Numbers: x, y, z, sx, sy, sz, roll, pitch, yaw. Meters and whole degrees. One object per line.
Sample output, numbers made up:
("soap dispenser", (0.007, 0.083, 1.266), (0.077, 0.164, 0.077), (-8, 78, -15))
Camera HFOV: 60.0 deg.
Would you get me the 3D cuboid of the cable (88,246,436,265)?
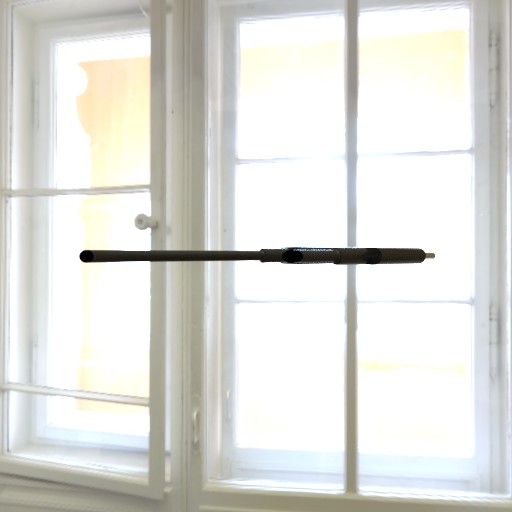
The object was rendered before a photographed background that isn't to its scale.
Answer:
("cable", (0.000, 0.000, 0.112), (0.098, 0.006, 0.040), (0, 0, -36))
